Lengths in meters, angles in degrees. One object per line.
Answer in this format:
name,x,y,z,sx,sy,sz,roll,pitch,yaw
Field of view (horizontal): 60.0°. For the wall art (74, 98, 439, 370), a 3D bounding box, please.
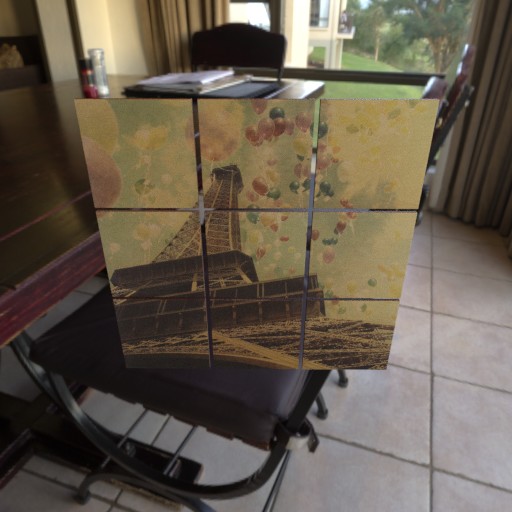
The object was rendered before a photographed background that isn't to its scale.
wall art,0.000,0.000,1.837,1.256,1.246,0.017,0,30,0
